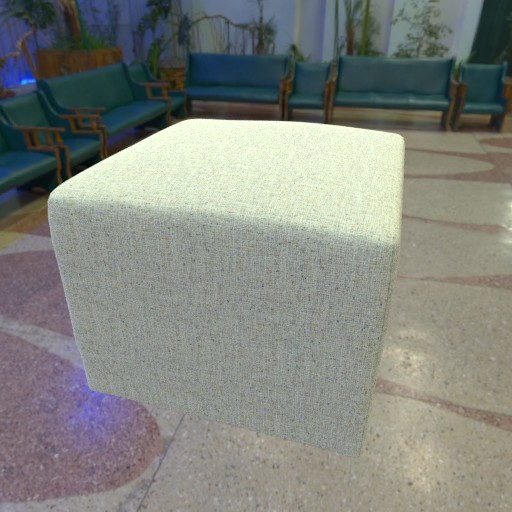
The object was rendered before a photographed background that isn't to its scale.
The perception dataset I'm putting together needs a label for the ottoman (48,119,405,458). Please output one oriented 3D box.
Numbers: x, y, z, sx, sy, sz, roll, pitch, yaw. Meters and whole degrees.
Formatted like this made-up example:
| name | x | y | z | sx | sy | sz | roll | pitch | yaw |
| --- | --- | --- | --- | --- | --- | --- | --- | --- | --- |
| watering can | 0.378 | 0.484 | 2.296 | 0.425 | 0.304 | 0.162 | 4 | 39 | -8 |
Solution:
| name | x | y | z | sx | sy | sz | roll | pitch | yaw |
| --- | --- | --- | --- | --- | --- | --- | --- | --- | --- |
| ottoman | 0.000 | 0.000 | 0.880 | 0.512 | 0.453 | 0.521 | 9 | 31 | 15 |
